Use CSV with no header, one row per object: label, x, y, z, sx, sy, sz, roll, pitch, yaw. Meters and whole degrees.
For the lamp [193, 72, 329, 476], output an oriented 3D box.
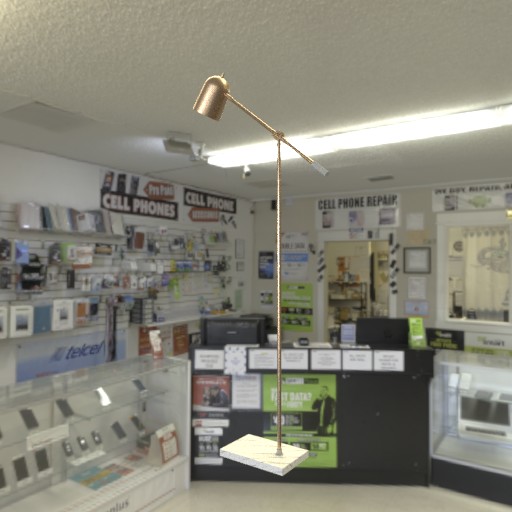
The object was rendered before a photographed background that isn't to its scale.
lamp,0.000,0.000,1.801,0.653,1.594,0.194,-1,-2,35
